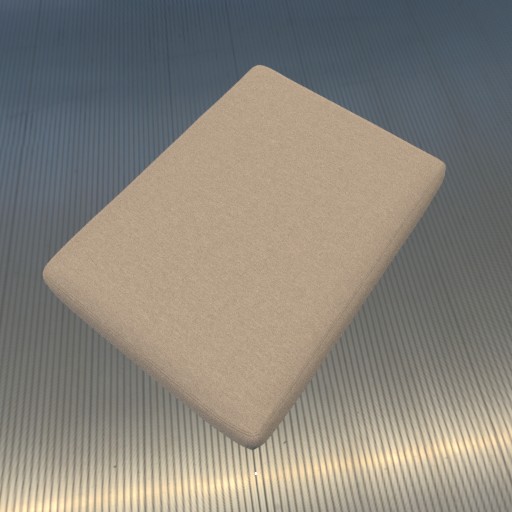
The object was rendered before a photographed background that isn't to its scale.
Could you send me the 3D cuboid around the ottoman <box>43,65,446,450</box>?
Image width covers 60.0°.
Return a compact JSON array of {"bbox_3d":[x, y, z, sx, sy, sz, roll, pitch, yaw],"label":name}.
[{"bbox_3d":[0.000,0.000,1.131,0.574,0.497,0.773,34,69,15],"label":"ottoman"}]
